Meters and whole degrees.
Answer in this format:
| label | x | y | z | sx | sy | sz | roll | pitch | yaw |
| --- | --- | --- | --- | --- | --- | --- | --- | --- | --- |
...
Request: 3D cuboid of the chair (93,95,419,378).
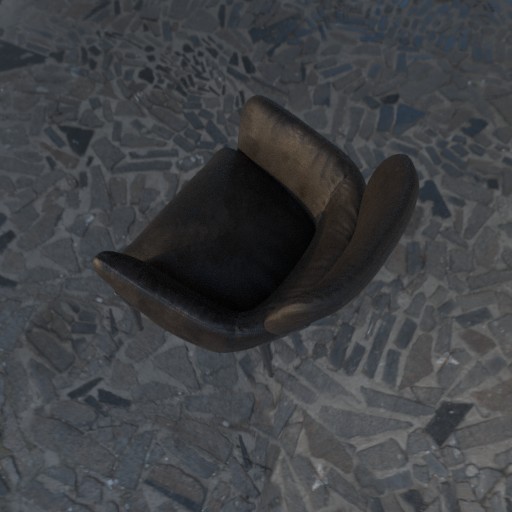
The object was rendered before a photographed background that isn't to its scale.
| label | x | y | z | sx | sy | sz | roll | pitch | yaw |
| --- | --- | --- | --- | --- | --- | --- | --- | --- | --- |
| chair | 0.000 | 0.000 | 1.216 | 0.604 | 0.818 | 0.640 | 33 | 68 | 15 |
